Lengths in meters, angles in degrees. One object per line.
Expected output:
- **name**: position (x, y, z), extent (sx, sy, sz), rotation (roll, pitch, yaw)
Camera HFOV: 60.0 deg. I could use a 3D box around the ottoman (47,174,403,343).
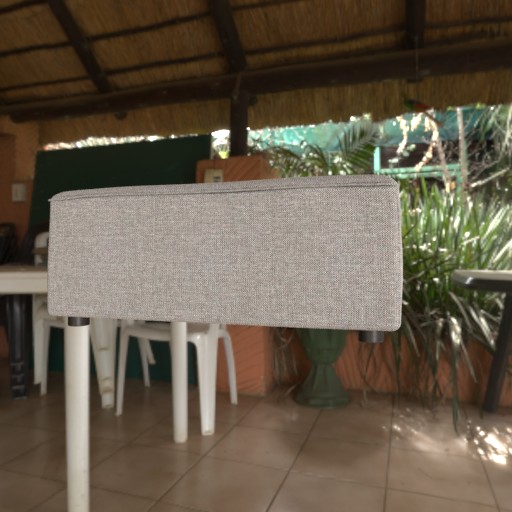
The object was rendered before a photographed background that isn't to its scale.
- **ottoman**: position (0.000, 0.000, 1.638), extent (1.023, 0.423, 1.017), rotation (0, 0, 18)
